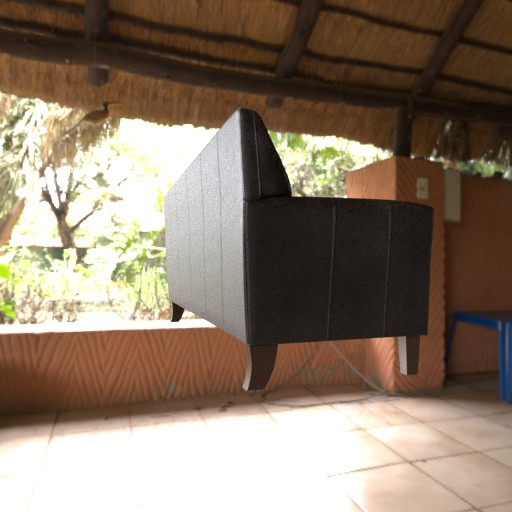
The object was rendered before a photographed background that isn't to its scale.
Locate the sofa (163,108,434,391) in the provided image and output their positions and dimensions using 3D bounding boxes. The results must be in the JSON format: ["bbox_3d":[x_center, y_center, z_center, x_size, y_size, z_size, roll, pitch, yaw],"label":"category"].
[{"bbox_3d":[0.000,0.000,2.516,0.805,0.947,2.053,0,-1,-19],"label":"sofa"}]
